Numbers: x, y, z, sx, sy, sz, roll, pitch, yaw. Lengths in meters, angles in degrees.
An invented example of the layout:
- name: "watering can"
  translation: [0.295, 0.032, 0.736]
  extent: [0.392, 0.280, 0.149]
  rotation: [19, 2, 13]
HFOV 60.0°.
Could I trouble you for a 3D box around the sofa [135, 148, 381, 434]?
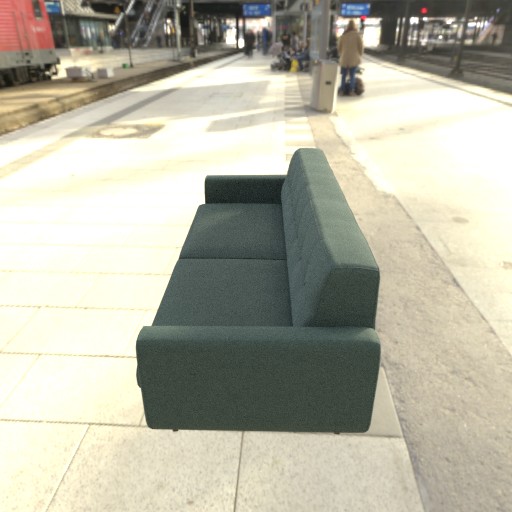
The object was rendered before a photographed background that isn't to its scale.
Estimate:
- name: "sofa"
  translation: [0.000, 0.000, 2.483]
  extent: [0.909, 0.841, 2.029]
  rotation: [1, 27, 1]
